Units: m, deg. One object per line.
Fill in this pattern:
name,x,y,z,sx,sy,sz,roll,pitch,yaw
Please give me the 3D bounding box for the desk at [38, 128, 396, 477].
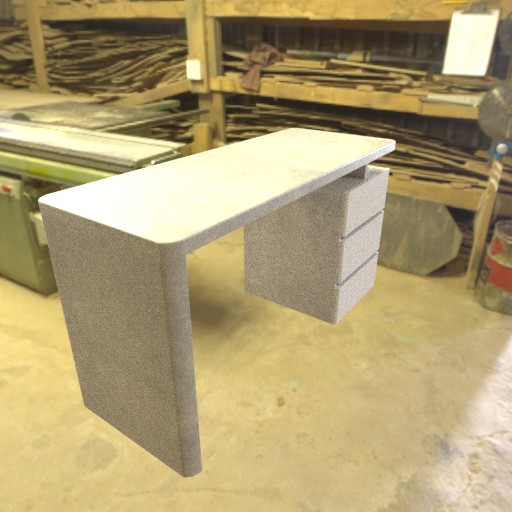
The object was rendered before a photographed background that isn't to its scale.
desk,0.000,0.000,1.774,0.550,0.755,1.400,18,31,32
